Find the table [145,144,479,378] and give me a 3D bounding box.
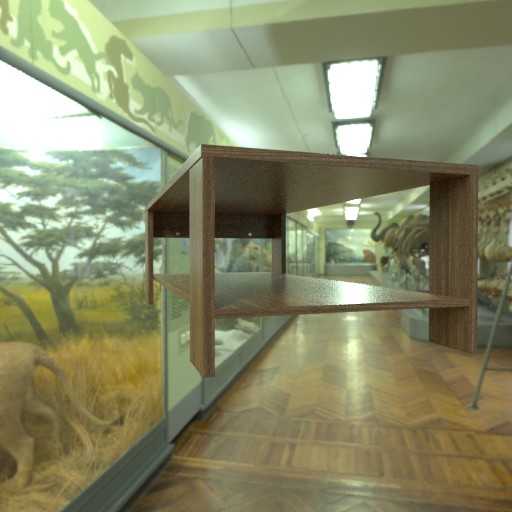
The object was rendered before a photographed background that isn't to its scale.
[{"bbox_3d":[0.000,0.000,1.421,0.600,0.400,1.200,0,1,-19],"label":"table"}]
